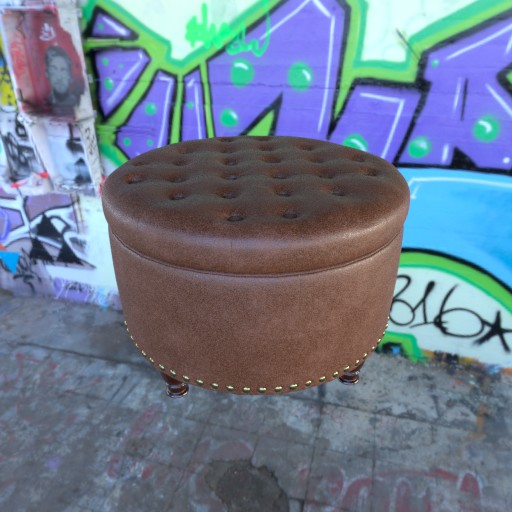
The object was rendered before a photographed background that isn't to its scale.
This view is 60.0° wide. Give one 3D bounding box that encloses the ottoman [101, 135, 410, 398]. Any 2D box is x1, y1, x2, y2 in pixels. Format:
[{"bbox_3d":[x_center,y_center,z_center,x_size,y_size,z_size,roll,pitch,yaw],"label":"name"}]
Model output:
[{"bbox_3d":[0.000,0.000,1.040,0.637,0.442,0.637,0,29,0],"label":"ottoman"}]
